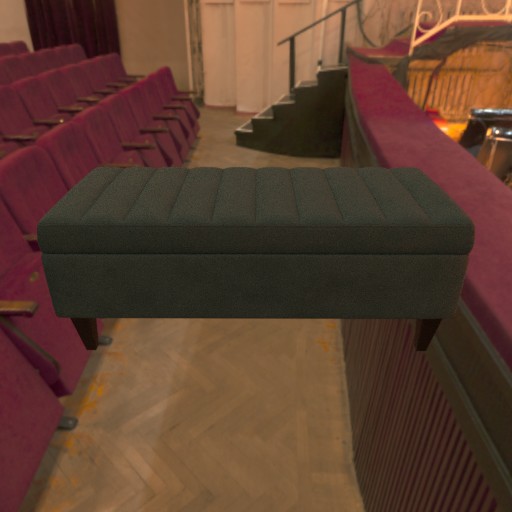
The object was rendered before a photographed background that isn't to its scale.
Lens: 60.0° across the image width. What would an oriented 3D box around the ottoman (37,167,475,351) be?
[{"bbox_3d":[0.000,0.000,1.433,1.151,0.469,0.482,0,29,0],"label":"ottoman"}]
